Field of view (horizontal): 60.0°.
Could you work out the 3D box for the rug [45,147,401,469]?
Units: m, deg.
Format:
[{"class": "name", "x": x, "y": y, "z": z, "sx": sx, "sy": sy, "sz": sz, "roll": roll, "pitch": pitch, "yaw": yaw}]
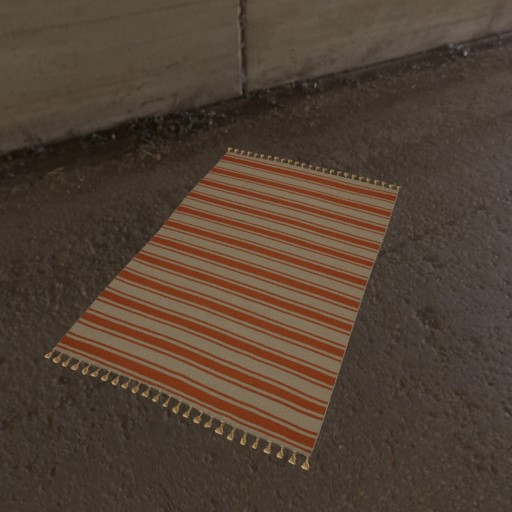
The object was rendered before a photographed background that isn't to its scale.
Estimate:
[{"class": "rug", "x": 0.000, "y": 0.000, "z": 3.060, "sx": 1.556, "sy": 0.022, "sz": 2.433, "roll": 17, "pitch": 47, "yaw": 16}]
